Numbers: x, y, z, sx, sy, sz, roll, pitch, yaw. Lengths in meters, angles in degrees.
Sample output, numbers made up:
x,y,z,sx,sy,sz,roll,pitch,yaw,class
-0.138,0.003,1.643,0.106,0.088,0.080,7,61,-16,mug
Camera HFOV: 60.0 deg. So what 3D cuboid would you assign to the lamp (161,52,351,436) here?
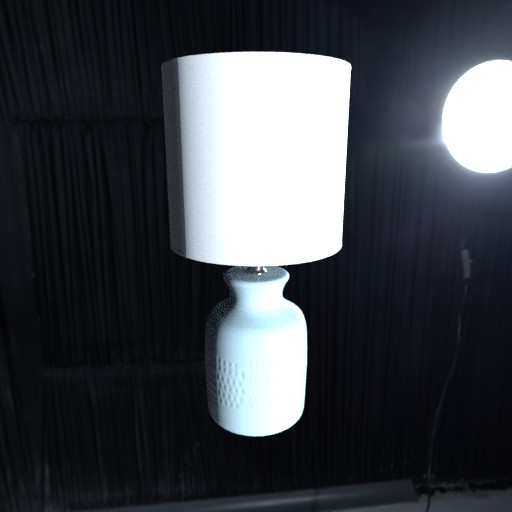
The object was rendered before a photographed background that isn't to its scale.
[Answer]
x,y,z,sx,sy,sz,roll,pitch,yaw,class
0.000,0.000,1.108,0.418,0.871,0.418,-2,15,-7,lamp
